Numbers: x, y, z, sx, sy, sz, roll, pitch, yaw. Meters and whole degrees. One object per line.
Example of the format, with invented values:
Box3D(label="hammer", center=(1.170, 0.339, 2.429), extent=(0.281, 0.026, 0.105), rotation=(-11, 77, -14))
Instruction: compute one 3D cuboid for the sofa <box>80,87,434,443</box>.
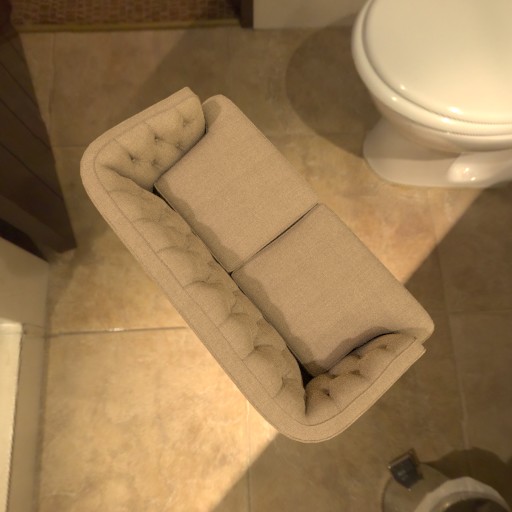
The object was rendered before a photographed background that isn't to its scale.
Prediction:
Box3D(label="sofa", center=(0.000, 0.000, 2.303), extent=(0.941, 0.855, 1.733), rotation=(-39, 79, -9))
